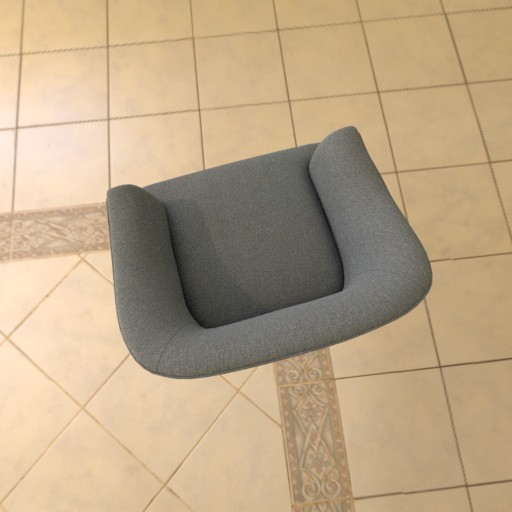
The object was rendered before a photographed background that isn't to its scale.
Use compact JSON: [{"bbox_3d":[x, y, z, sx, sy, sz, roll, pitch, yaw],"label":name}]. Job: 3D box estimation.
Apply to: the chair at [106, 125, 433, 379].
[{"bbox_3d":[0.000,0.000,1.432,0.798,0.815,0.704,-15,74,-4],"label":"chair"}]
